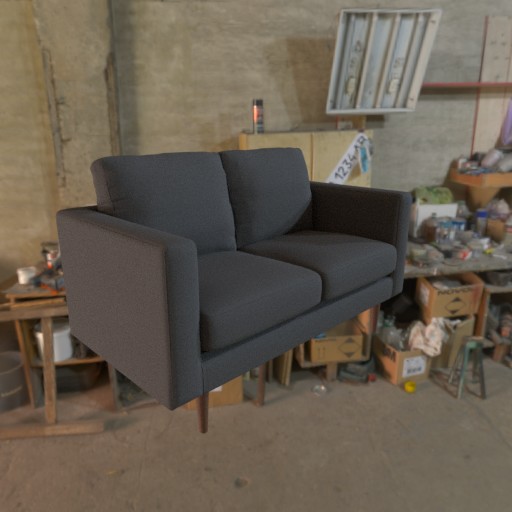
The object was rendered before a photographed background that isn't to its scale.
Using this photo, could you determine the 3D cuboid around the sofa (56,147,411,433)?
[{"bbox_3d":[0.000,0.000,1.991,1.430,0.908,0.796,-16,23,-42],"label":"sofa"}]
